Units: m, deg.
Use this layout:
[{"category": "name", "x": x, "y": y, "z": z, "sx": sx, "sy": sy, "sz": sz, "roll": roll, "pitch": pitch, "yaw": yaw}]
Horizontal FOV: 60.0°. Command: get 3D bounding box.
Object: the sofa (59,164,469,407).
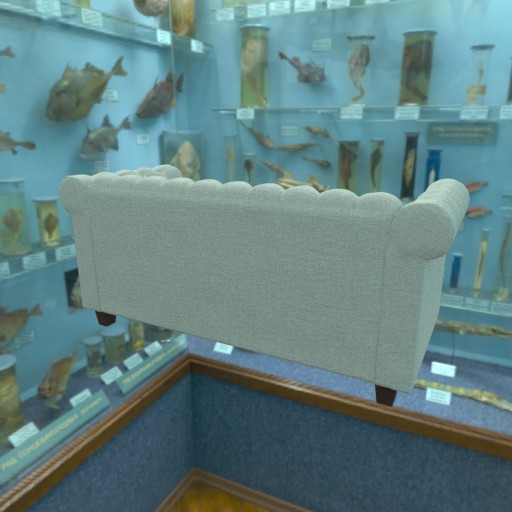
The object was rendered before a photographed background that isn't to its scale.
[{"category": "sofa", "x": 0.000, "y": 0.000, "z": 2.181, "sx": 1.798, "sy": 0.797, "sz": 0.783, "roll": 9, "pitch": 18, "yaw": 27}]
